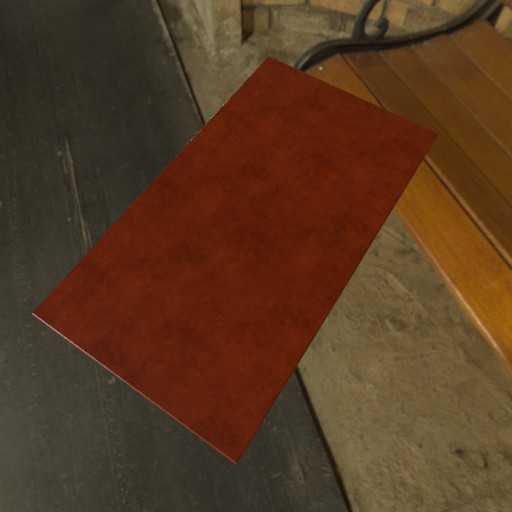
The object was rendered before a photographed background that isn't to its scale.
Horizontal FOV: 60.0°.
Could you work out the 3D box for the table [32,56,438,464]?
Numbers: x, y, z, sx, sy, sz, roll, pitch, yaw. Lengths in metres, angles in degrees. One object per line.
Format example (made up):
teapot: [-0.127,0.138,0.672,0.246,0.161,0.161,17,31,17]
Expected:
table: [0.000,0.000,1.260,0.533,0.456,0.943,31,68,14]
